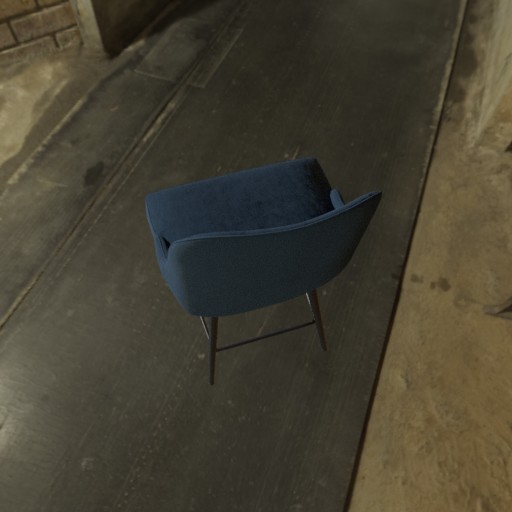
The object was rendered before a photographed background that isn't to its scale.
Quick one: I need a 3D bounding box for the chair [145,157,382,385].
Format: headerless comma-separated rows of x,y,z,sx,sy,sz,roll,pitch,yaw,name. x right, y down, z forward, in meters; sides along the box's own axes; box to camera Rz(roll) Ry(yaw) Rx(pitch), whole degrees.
0.000,0.000,1.233,0.526,0.927,0.489,-15,59,-9,chair
